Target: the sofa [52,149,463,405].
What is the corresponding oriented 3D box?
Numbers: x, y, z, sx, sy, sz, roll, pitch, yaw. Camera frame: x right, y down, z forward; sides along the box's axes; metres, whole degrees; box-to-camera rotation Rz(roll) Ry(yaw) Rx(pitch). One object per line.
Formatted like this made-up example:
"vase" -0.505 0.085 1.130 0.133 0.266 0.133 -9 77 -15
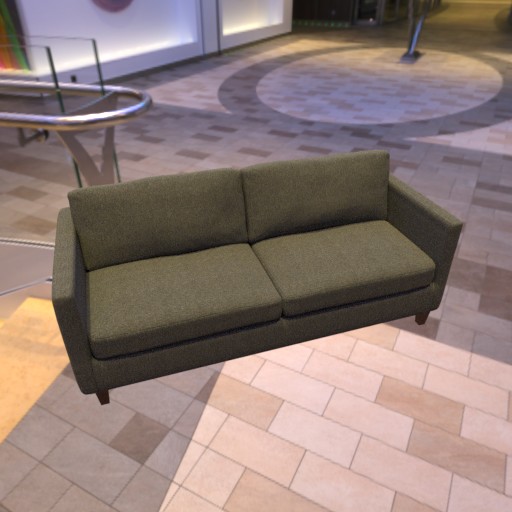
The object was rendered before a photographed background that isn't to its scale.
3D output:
"sofa" 0.000 0.000 2.717 2.208 0.965 0.948 -10 35 -15
